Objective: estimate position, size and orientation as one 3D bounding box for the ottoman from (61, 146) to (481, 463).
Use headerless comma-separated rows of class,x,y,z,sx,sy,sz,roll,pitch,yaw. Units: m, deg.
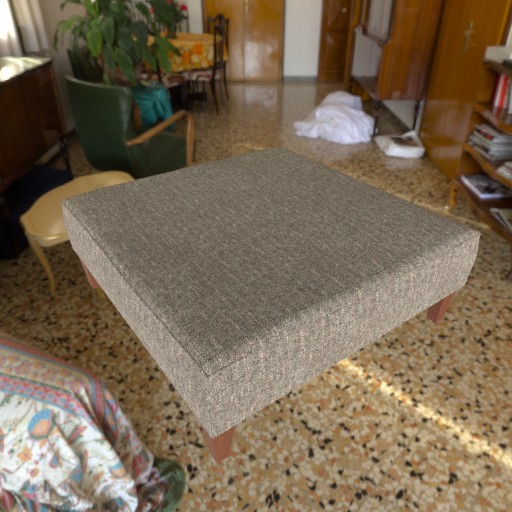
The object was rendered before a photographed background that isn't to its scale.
ottoman,0.000,0.000,1.512,0.981,0.379,1.016,-21,38,-30
